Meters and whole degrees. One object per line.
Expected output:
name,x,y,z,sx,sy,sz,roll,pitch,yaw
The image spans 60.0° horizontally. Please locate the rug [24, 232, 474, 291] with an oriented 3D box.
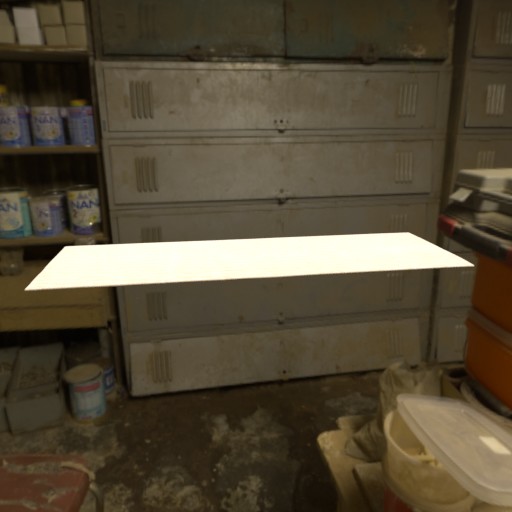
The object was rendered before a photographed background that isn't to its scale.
rug,0.000,0.000,2.748,2.450,0.014,0.793,-3,17,-9
